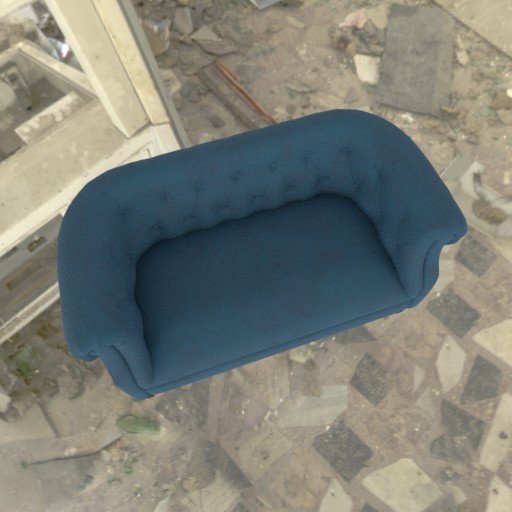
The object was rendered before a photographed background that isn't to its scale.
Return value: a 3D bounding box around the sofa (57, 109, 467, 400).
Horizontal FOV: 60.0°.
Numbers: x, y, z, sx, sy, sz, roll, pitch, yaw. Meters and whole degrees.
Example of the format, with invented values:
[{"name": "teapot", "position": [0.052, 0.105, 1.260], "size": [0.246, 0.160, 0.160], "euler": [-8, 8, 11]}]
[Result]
[{"name": "sofa", "position": [0.000, 0.000, 2.038], "size": [1.558, 0.827, 0.835], "euler": [-17, 67, -8]}]
